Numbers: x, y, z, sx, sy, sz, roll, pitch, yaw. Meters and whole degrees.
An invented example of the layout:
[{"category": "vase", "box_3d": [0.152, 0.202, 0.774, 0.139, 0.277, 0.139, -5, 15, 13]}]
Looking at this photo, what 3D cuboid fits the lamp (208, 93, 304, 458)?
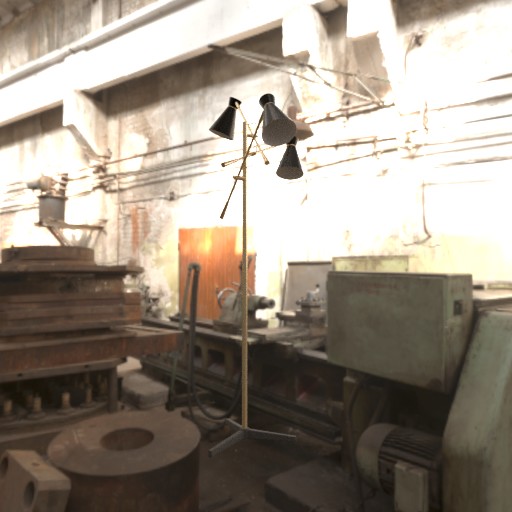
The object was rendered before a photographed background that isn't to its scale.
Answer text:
[{"category": "lamp", "box_3d": [0.000, 0.000, 2.247, 0.750, 1.804, 0.653, -1, -2, 37]}]
